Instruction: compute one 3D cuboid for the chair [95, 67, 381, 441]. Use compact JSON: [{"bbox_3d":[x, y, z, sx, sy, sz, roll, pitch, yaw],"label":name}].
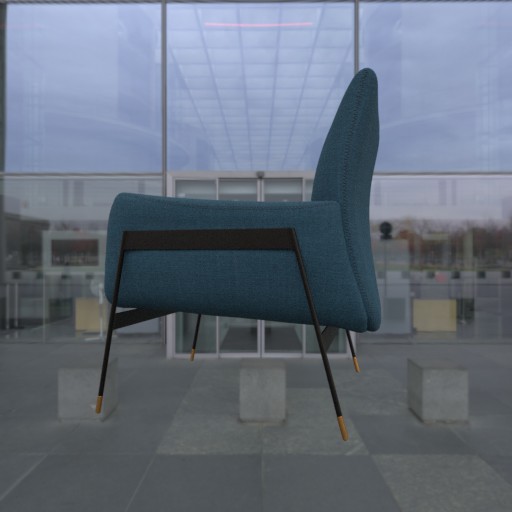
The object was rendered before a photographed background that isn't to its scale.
[{"bbox_3d":[0.000,0.000,1.416,0.769,0.859,0.678,0,0,16],"label":"chair"}]
